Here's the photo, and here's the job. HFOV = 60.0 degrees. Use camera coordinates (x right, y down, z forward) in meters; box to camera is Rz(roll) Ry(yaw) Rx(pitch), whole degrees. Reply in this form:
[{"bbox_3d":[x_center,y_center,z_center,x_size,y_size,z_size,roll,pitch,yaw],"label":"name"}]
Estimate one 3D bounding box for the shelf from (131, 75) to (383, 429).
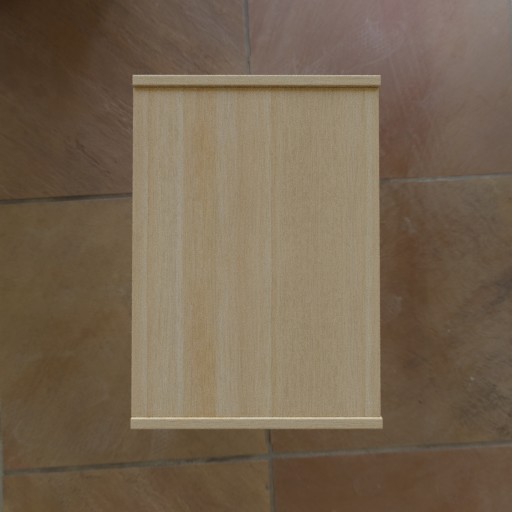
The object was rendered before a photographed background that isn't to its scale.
[{"bbox_3d":[0.000,0.000,0.809,0.290,0.592,0.414,0,89,0],"label":"shelf"}]
